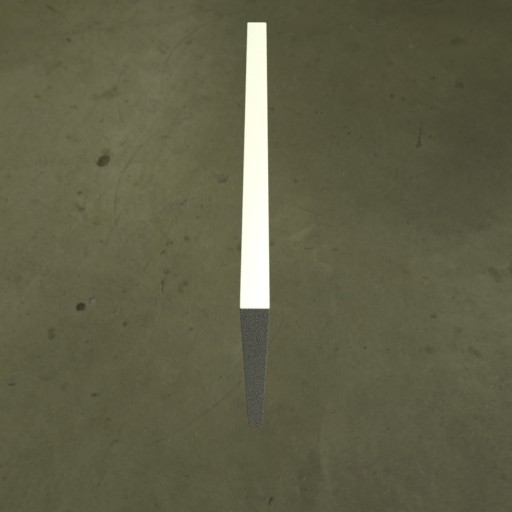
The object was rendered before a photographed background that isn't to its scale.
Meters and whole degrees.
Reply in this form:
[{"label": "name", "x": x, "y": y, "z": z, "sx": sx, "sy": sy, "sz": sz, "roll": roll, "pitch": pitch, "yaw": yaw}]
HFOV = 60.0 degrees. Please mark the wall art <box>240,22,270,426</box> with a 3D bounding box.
[{"label": "wall art", "x": 0.000, "y": 0.000, "z": 0.760, "sx": 0.028, "sy": 0.556, "sz": 0.454, "roll": 0, "pitch": 59, "yaw": 0}]
